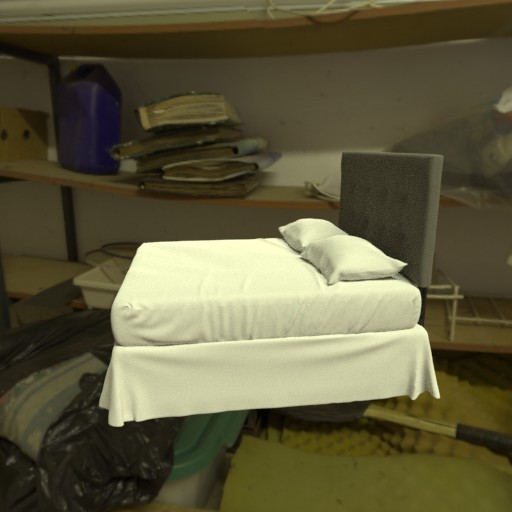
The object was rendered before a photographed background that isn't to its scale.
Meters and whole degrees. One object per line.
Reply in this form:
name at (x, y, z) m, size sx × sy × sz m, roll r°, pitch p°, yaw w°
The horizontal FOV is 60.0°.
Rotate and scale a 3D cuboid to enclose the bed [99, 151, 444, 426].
bed at (0.000, 0.000, 3.467) m, size 2.222 × 1.577 × 1.936 m, roll -2°, pitch 14°, yaw -8°
